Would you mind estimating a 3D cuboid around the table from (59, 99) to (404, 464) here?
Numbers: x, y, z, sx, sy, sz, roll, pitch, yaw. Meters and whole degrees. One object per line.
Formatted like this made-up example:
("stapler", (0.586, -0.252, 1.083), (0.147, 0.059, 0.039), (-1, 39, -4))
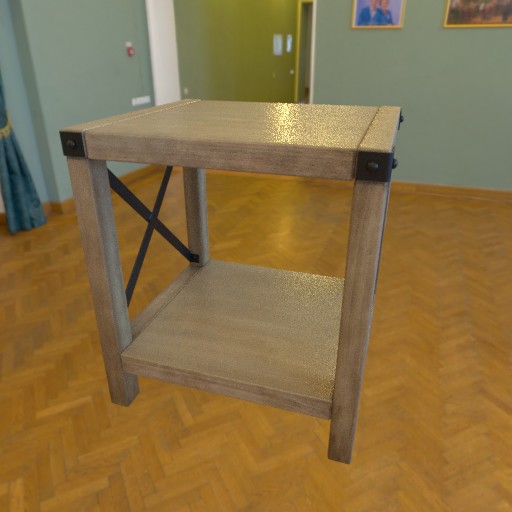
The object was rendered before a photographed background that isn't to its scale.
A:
("table", (0.000, 0.000, 0.921), (0.510, 0.561, 0.459), (8, 27, 16))
